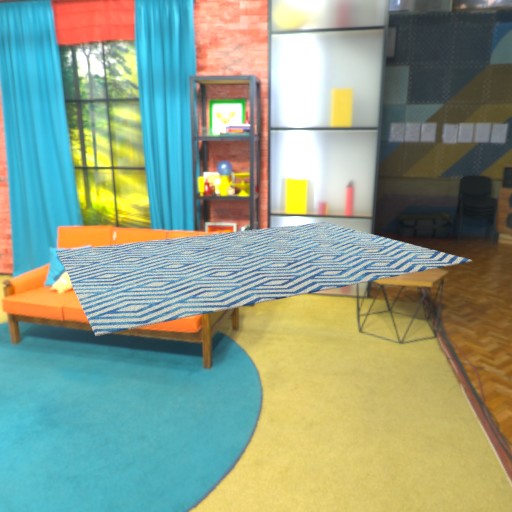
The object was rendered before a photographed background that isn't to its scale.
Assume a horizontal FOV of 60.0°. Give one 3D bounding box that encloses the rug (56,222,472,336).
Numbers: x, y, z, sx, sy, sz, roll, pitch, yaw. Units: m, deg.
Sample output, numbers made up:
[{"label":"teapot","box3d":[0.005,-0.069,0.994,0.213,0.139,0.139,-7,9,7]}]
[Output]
[{"label":"rug","box3d":[0.000,0.000,2.339,1.830,0.008,1.225,-8,17,-28]}]
